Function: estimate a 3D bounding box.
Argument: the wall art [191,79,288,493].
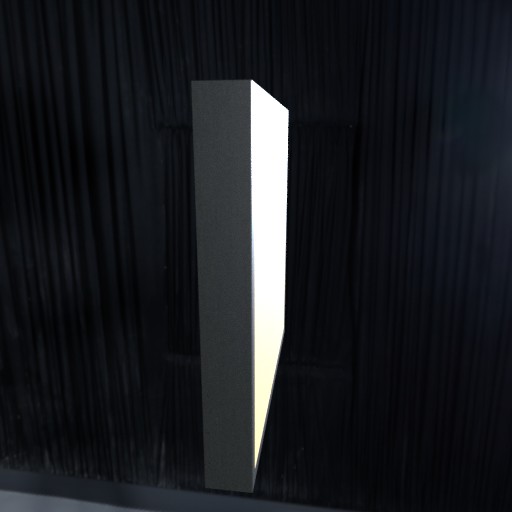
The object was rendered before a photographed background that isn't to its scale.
[{"bbox_3d":[0.000,0.000,0.457,0.038,0.304,0.304,2,15,8],"label":"wall art"}]
